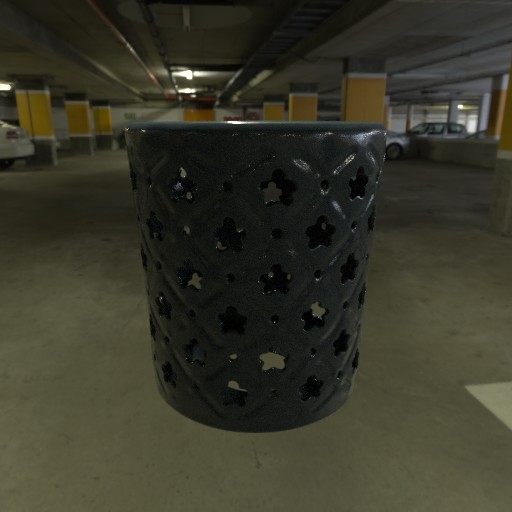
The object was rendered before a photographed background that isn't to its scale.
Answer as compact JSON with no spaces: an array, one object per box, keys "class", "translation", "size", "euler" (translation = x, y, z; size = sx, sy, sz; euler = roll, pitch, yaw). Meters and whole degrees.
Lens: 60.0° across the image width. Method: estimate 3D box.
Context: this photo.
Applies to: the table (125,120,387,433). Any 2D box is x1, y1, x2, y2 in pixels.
[{"class":"table","translation":[0.000,0.000,0.663],"size":[0.352,0.387,0.352],"euler":[0,16,0]}]
